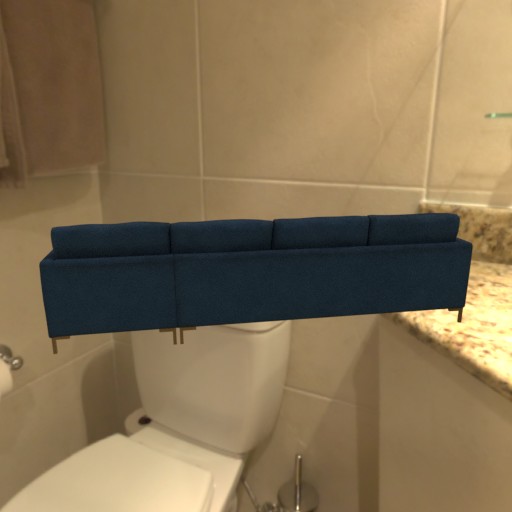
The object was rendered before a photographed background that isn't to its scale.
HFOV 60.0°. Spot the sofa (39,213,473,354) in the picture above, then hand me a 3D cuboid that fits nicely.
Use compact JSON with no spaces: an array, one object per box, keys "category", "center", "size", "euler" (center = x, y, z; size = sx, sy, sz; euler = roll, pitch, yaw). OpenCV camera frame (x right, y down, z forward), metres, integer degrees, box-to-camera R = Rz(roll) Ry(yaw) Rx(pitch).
[{"category":"sofa","center":[0.000,0.000,3.559],"size":[2.932,0.810,1.350],"euler":[-3,15,-10]}]
